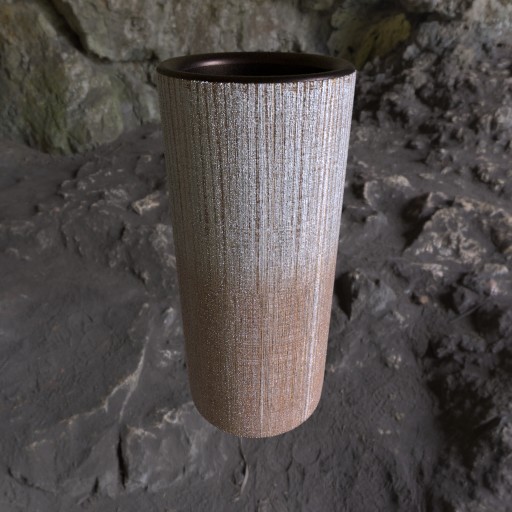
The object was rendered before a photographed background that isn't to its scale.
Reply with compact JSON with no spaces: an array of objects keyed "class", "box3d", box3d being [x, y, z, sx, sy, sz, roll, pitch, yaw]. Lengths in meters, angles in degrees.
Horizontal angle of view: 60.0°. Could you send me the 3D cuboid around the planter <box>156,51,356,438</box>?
[{"class":"planter","box3d":[0.000,0.000,0.281,0.100,0.227,0.100,-9,32,-15]}]
